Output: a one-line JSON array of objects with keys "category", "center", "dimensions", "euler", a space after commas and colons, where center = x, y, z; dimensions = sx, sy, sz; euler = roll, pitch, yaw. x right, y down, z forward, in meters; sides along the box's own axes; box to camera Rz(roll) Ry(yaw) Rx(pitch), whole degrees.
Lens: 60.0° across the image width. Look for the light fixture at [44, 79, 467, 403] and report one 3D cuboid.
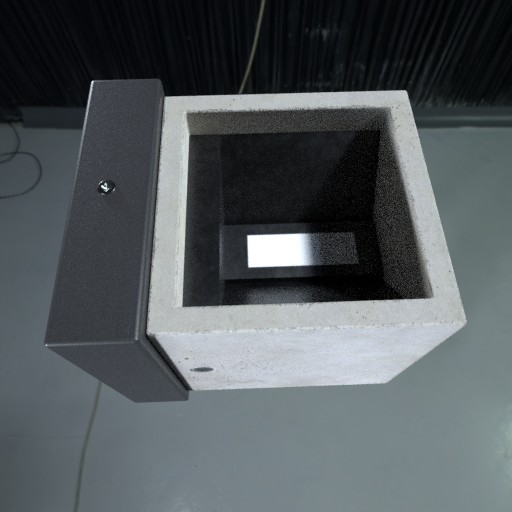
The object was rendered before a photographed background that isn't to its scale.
[{"category": "light fixture", "center": [0.000, 0.000, 0.225], "dimensions": [0.143, 0.121, 0.121], "euler": [-2, 63, -1]}]
